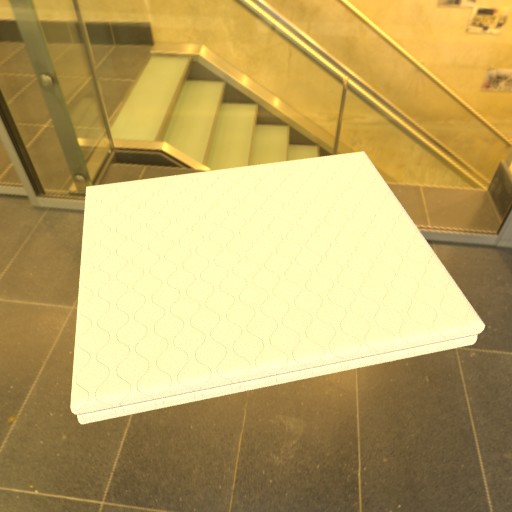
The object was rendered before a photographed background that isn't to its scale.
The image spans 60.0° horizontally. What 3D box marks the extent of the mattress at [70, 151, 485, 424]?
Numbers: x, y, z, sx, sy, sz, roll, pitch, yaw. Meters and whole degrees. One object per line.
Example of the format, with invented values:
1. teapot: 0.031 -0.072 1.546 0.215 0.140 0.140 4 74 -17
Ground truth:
1. mattress: 0.000 0.000 2.658 2.000 0.200 1.600 -9 47 -9
